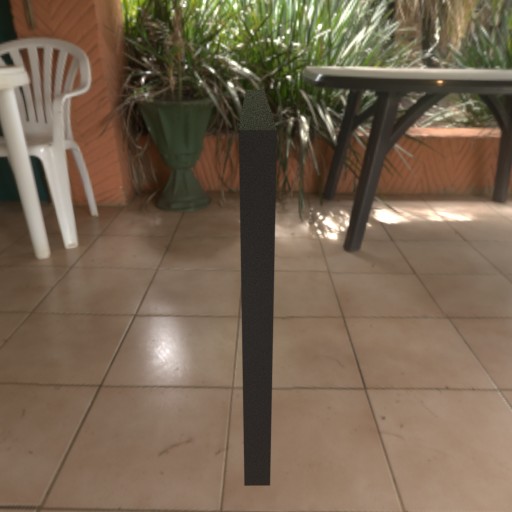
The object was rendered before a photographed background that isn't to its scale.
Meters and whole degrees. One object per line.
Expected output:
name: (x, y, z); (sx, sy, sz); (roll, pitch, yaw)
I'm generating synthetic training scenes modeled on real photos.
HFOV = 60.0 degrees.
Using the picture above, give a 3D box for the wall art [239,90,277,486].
wall art: (0.000, 0.000, 0.771); (0.038, 0.506, 0.506); (0, 25, 0)
